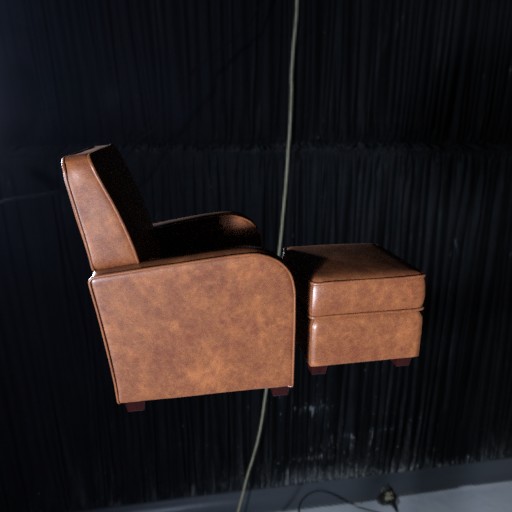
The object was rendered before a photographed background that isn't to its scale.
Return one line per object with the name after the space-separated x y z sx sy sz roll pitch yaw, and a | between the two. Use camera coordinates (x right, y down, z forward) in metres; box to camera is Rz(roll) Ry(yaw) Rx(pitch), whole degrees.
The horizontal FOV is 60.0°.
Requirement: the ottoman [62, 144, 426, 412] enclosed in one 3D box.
0.000 0.000 1.852 1.314 0.904 0.732 -3 18 -10 | ottoman
